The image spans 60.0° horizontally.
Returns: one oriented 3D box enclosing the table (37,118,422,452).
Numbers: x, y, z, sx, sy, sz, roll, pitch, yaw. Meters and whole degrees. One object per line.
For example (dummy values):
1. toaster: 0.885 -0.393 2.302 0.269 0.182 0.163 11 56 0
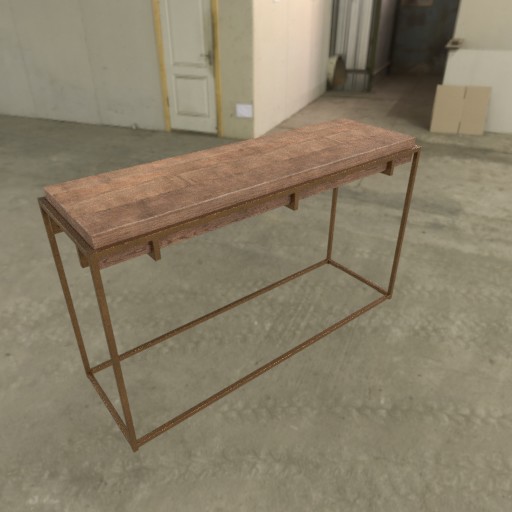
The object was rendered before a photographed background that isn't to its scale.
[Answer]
1. table: 0.000 0.000 1.804 1.400 0.820 0.440 -22 38 -32
